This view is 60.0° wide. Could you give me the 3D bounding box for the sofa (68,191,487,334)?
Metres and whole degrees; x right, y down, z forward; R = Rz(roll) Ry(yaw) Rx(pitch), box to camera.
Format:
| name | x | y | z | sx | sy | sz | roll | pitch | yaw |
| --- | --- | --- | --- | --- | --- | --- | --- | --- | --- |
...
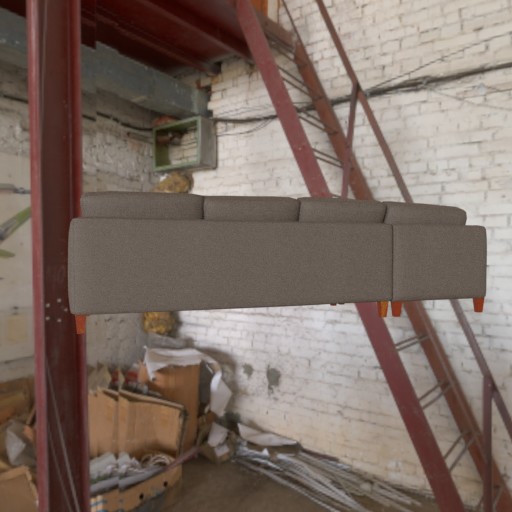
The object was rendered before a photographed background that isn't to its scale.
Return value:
| name | x | y | z | sx | sy | sz | roll | pitch | yaw |
| --- | --- | --- | --- | --- | --- | --- | --- | --- | --- |
| sofa | 0.000 | 0.000 | 4.424 | 3.302 | 0.947 | 2.593 | 0 | 0 | -19 |
